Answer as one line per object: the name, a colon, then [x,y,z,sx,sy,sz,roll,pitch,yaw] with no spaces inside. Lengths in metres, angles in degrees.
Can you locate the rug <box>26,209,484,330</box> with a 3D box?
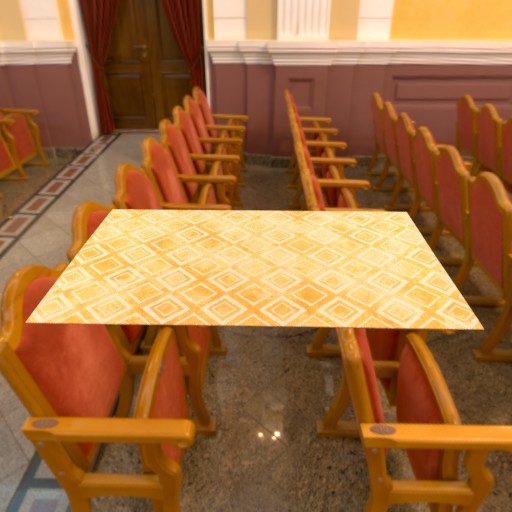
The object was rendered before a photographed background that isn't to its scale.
rug: [0.000,0.000,2.990,2.424,0.010,1.511,1,29,1]
